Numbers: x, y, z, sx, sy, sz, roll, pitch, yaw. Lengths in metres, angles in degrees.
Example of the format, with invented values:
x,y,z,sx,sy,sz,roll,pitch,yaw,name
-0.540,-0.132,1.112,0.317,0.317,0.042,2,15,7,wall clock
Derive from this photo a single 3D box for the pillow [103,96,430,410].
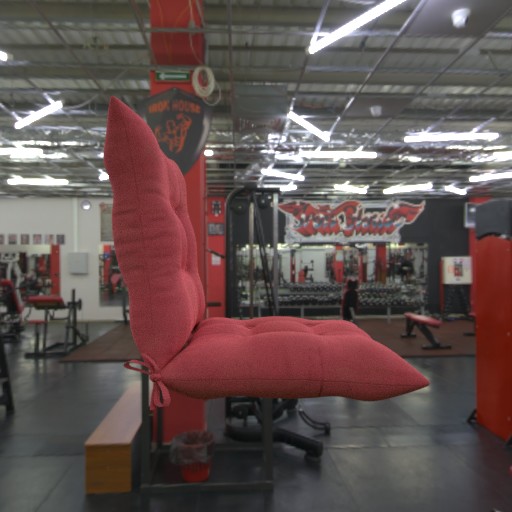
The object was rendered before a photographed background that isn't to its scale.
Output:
x,y,z,sx,sy,sz,roll,pitch,yaw,name
0.000,0.000,0.986,0.585,0.536,0.541,0,-1,-1,pillow
